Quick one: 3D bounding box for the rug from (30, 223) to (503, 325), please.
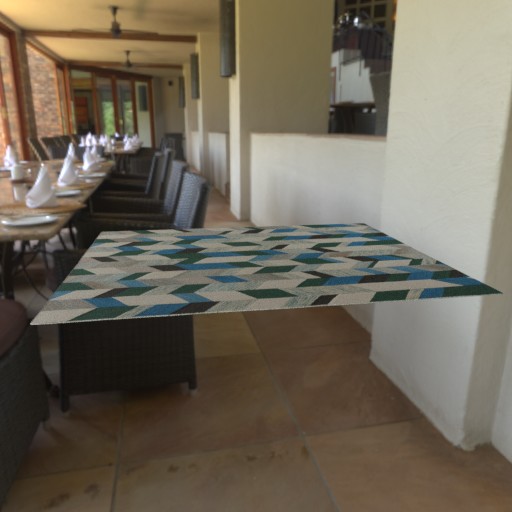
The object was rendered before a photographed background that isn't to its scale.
[{"bbox_3d":[0.000,0.000,3.937,3.036,0.008,2.440,-3,16,-9],"label":"rug"}]
